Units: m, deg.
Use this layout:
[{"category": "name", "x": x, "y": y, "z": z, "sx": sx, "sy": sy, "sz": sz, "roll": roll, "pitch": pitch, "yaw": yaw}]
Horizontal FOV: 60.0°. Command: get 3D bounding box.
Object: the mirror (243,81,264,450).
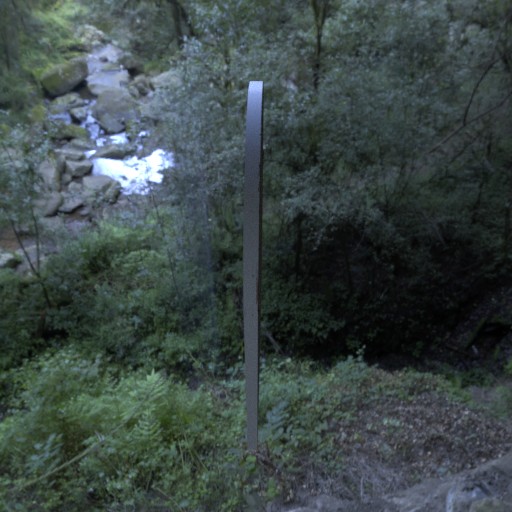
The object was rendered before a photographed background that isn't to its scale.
[{"category": "mirror", "x": 0.000, "y": 0.000, "z": 1.222, "sx": 0.032, "sy": 0.920, "sz": 0.660, "roll": 1, "pitch": 42, "yaw": 1}]
